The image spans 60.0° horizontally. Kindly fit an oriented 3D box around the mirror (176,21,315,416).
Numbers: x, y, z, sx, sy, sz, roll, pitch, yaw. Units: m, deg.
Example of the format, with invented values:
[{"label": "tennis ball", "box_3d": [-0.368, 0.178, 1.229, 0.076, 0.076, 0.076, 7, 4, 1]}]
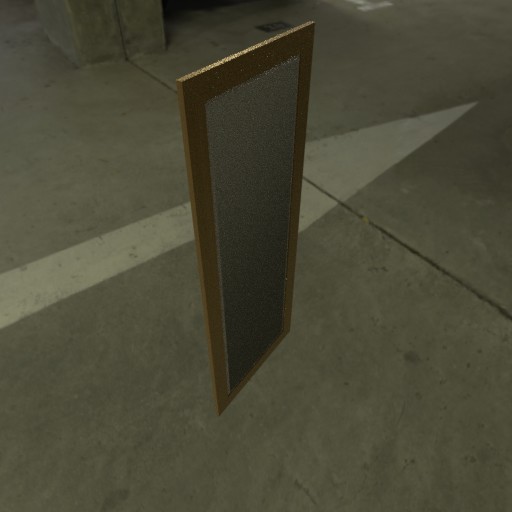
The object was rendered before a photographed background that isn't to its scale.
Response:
[{"label": "mirror", "box_3d": [0.000, 0.000, 2.280, 0.025, 2.031, 0.812, 25, 48, 26]}]
